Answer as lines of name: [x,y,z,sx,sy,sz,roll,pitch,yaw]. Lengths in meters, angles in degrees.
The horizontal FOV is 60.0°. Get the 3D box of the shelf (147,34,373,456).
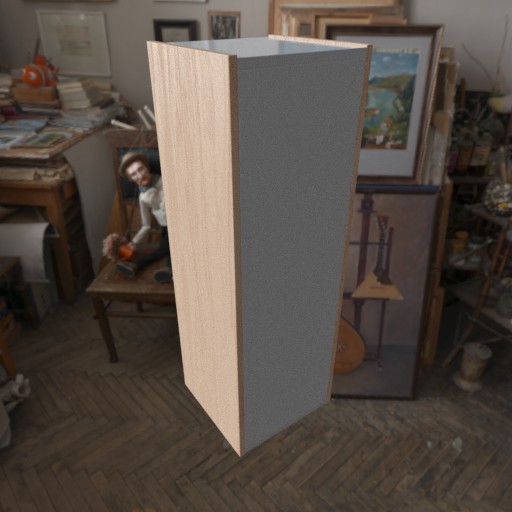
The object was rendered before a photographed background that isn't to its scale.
shelf: [0.000,0.000,1.034,0.300,0.900,0.290,-20,36,-30]
